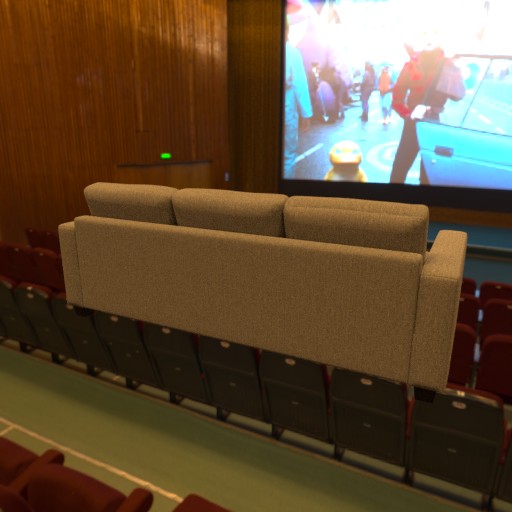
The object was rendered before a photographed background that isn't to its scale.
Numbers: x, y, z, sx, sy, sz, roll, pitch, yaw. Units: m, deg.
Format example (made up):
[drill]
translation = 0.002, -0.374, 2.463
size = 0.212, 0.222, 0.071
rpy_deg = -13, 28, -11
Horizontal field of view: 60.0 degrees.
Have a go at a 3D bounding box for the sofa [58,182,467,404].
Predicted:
[sofa]
translation = 0.000, 0.000, 2.506
size = 2.120, 0.800, 0.900
rpy_deg = 8, 18, 25
